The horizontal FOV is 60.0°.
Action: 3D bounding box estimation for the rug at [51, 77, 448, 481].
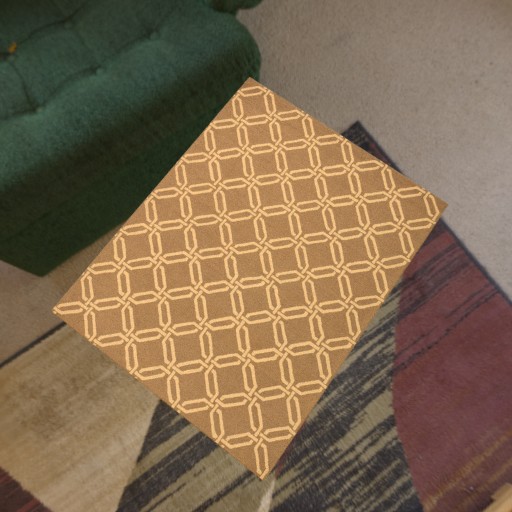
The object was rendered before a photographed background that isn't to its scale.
[{"bbox_3d":[0.000,0.000,3.966,2.288,0.018,2.895,35,78,8],"label":"rug"}]
